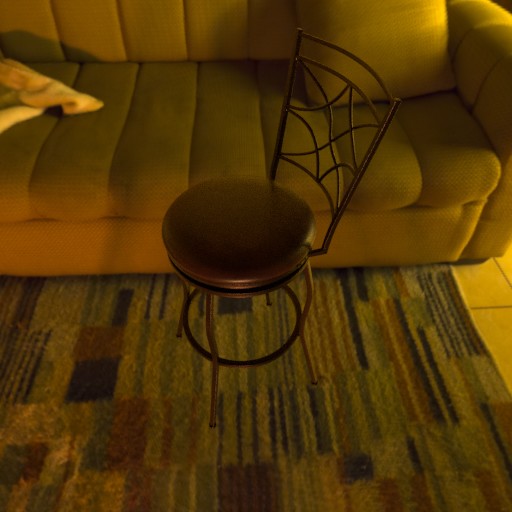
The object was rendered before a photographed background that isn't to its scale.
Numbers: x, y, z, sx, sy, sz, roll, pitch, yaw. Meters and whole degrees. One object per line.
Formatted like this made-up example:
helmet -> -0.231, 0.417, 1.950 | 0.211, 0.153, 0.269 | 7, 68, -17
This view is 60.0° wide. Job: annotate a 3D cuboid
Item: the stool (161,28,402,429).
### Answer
stool -> 0.000, 0.000, 1.353 | 0.534, 1.117, 0.434 | -17, 48, -16
